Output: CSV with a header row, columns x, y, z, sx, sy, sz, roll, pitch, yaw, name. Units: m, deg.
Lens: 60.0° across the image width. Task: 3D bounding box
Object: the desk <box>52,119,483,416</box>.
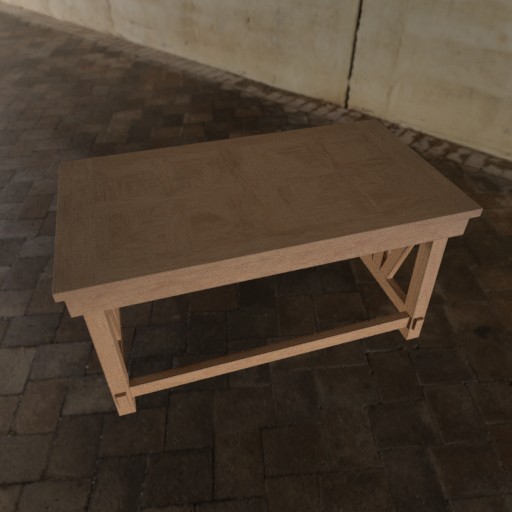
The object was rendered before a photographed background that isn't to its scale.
x,y,z,sx,sy,sz,roll,pitch,yaw,name
0.000,0.000,2.009,1.499,0.762,0.813,-11,42,-13,desk
